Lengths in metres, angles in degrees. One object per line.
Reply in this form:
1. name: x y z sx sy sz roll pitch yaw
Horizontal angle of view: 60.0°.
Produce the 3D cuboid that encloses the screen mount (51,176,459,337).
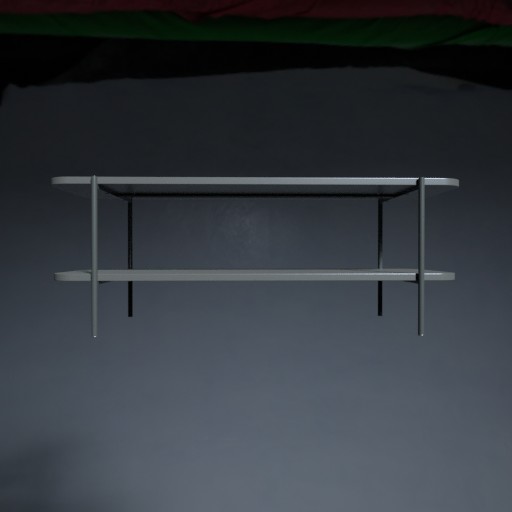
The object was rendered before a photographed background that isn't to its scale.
1. screen mount: 0.000 0.000 1.437 1.200 0.447 0.400 0 1 -1
